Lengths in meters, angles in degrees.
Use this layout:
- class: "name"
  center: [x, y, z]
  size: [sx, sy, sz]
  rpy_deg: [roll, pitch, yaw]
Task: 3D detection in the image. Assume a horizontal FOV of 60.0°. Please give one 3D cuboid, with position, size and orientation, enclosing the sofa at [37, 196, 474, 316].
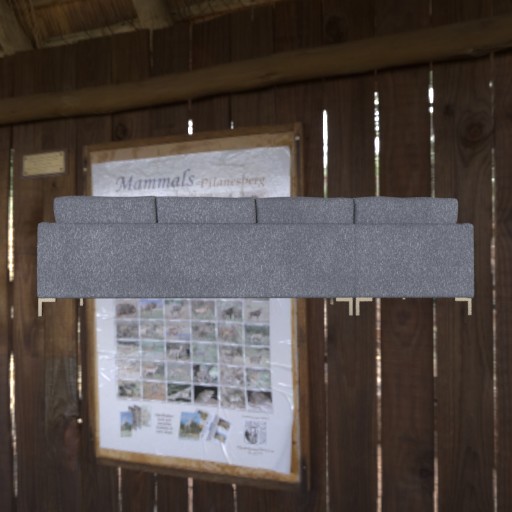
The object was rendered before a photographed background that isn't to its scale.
- class: "sofa"
  center: [0.000, 0.000, 3.571]
  size: [2.932, 0.810, 1.350]
  rpy_deg: [0, -1, -1]
